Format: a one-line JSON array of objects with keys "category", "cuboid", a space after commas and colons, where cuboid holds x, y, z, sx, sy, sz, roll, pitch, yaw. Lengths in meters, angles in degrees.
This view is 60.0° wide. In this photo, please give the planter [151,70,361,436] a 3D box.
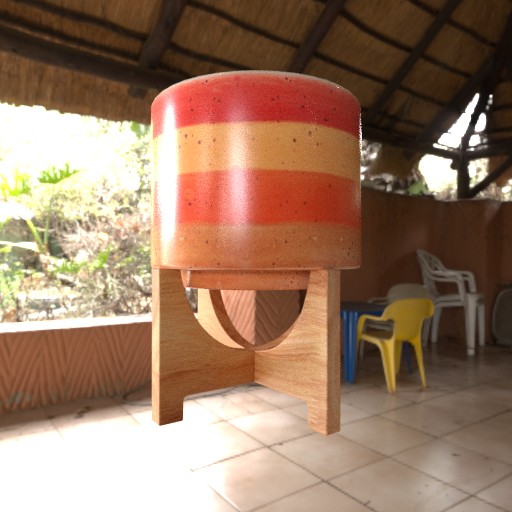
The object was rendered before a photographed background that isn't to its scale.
[{"category": "planter", "cuboid": [0.000, 0.000, 0.412, 0.199, 0.268, 0.199, 0, -1, 0]}]
